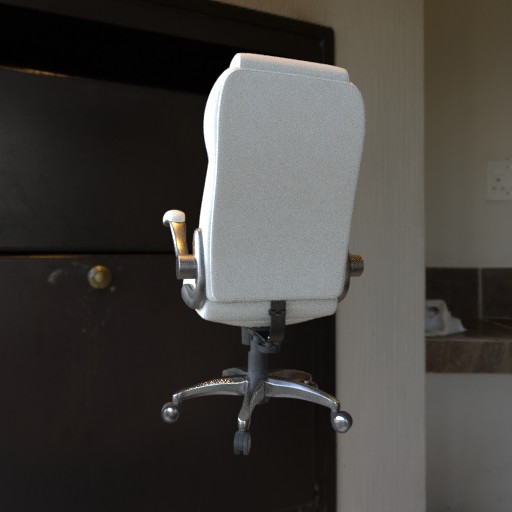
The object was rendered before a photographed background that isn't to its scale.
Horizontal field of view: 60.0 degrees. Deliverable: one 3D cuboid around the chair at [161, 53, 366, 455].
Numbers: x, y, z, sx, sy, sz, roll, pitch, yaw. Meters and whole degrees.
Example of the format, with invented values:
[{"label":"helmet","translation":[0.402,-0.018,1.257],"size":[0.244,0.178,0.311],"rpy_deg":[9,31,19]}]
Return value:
[{"label":"chair","translation":[0.000,0.000,1.827],"size":[0.755,1.330,0.806],"rpy_deg":[0,0,-18]}]
